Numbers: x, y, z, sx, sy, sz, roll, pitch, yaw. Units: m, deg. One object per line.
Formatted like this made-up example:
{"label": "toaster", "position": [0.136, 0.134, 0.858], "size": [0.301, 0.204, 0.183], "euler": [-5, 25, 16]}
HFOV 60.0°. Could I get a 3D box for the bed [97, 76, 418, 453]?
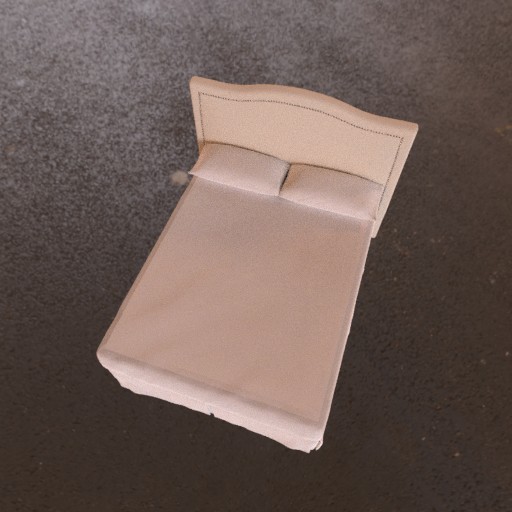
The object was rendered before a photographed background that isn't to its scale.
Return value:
{"label": "bed", "position": [0.000, 0.000, 3.305], "size": [1.753, 1.460, 2.143], "euler": [16, 59, 10]}
